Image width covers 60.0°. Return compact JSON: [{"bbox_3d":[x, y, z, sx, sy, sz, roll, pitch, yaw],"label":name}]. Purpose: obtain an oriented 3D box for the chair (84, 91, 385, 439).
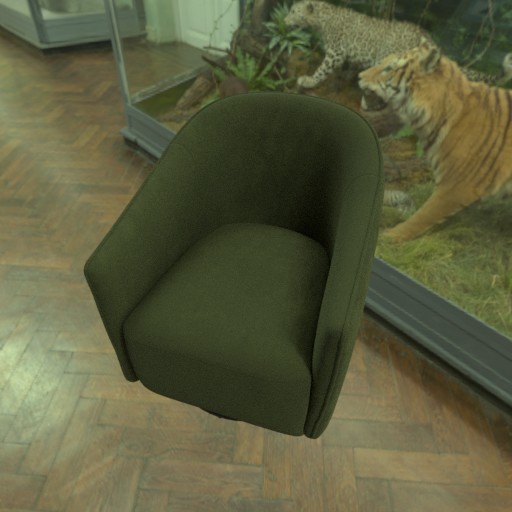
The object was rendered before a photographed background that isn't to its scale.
[{"bbox_3d":[0.000,0.000,1.479,0.747,0.799,0.875,12,42,14],"label":"chair"}]
